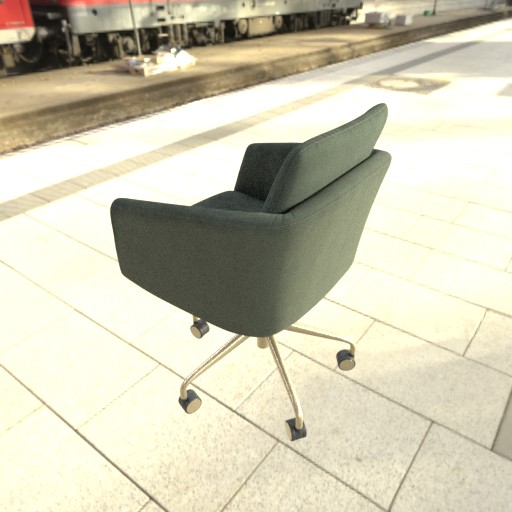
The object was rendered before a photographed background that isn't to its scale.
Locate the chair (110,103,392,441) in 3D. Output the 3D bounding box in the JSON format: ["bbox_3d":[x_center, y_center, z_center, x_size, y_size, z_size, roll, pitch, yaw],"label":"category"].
[{"bbox_3d":[0.000,0.000,1.342,0.635,0.908,0.641,20,38,29],"label":"chair"}]
